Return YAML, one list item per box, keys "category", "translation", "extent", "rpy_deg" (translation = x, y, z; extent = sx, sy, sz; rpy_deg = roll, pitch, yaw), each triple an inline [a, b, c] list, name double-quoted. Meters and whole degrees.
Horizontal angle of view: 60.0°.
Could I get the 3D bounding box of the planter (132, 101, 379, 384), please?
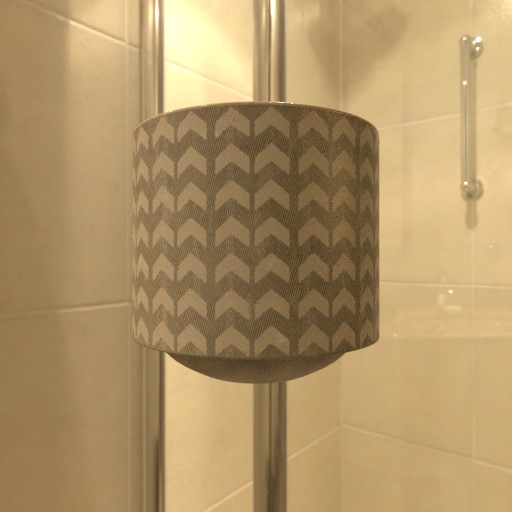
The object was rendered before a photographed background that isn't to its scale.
- category: "planter"
  translation: [0.000, 0.000, 0.466]
  extent: [0.250, 0.239, 0.250]
  rpy_deg: [0, 0, 0]
